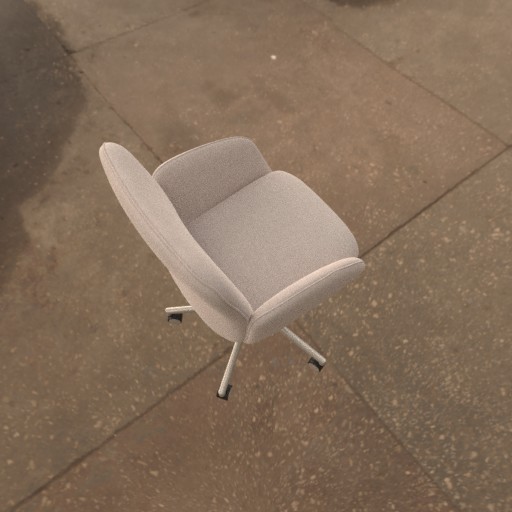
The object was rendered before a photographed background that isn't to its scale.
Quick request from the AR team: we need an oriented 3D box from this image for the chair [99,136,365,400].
[{"bbox_3d":[0.000,0.000,1.387,0.633,0.959,0.648,-31,63,-18],"label":"chair"}]
